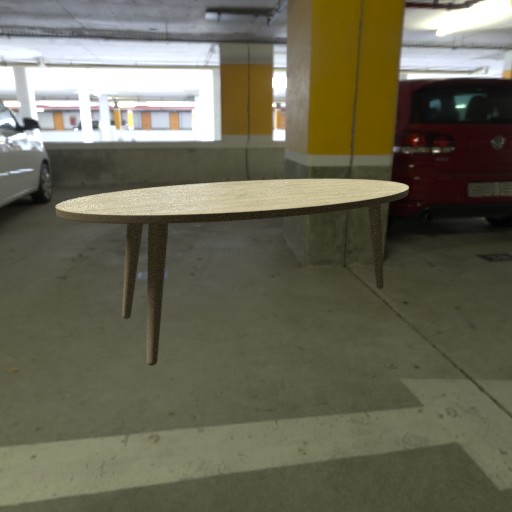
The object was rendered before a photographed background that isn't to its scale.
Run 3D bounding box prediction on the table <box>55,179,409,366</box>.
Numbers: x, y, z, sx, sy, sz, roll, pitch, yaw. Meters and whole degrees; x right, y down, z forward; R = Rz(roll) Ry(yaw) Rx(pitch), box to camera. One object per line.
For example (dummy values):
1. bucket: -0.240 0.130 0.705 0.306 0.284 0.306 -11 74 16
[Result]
1. table: 0.000 0.000 1.358 1.083 0.390 0.542 -8 18 -26
